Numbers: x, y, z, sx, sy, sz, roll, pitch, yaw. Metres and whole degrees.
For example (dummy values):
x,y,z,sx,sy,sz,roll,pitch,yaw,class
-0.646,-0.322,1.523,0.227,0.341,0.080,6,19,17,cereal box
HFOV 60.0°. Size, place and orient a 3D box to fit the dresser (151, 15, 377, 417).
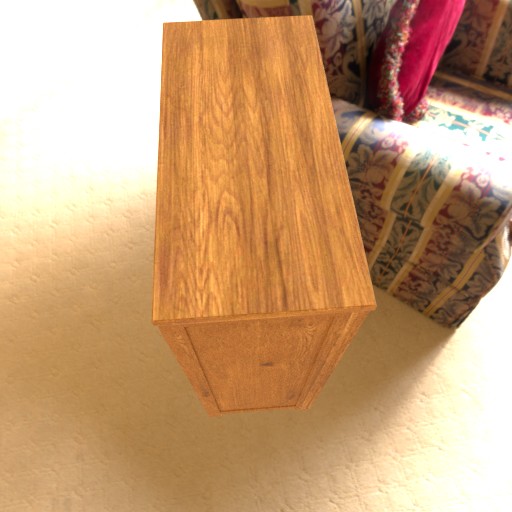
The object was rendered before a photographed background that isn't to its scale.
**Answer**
x,y,z,sx,sy,sz,roll,pitch,yaw,class
0.000,0.000,1.887,0.558,1.431,1.081,-4,62,-2,dresser
